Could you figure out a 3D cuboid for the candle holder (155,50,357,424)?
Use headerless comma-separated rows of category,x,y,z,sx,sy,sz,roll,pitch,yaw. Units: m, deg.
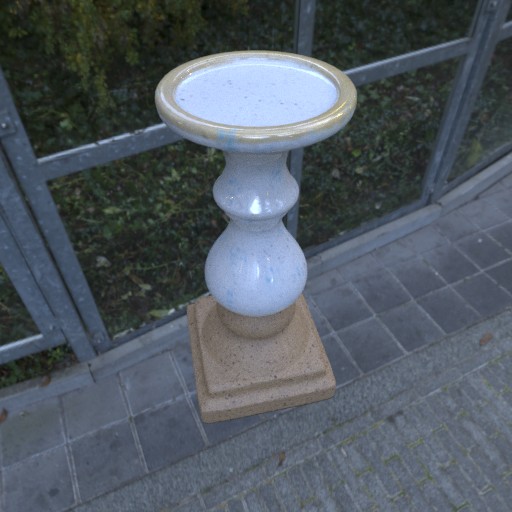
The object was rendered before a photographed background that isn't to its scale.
candle holder,0.000,0.000,0.306,0.110,0.239,0.110,-9,45,-9
